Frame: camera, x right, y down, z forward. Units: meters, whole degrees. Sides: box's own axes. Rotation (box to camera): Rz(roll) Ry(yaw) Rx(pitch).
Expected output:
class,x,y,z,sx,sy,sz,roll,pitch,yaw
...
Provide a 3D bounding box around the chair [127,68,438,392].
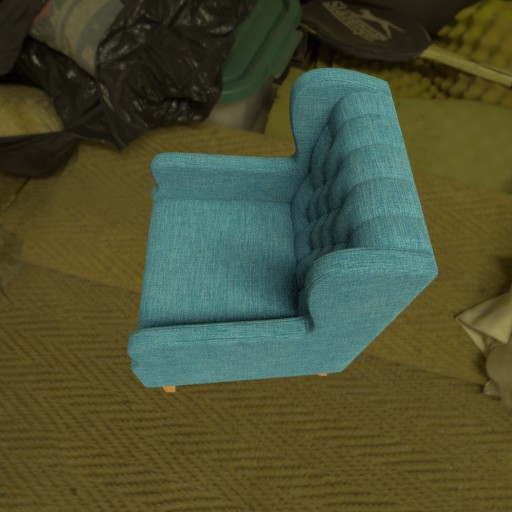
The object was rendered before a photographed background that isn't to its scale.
class,x,y,z,sx,sy,sz,roll,pitch,yaw
chair,0.000,0.000,1.463,0.775,0.952,0.711,-1,59,-1
